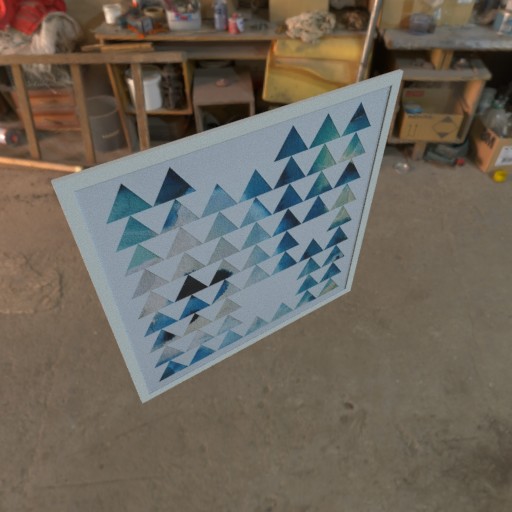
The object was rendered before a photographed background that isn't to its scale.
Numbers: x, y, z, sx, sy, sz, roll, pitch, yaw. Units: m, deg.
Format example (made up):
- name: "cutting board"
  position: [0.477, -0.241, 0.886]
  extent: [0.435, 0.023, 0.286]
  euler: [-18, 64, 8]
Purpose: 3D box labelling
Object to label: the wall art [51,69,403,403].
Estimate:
- name: "wall art"
  position: [0.000, 0.000, 1.183]
  extent: [0.809, 0.809, 0.012]
  euler: [-25, 51, -22]
